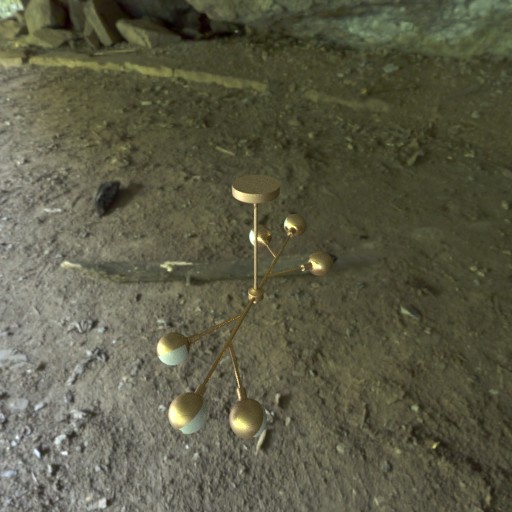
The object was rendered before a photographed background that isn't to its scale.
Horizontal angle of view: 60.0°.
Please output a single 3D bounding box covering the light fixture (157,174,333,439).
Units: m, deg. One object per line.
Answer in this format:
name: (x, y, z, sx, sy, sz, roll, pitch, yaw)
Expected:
light fixture: (0.000, 0.000, 1.031, 0.434, 0.362, 0.778, 21, 39, 29)
